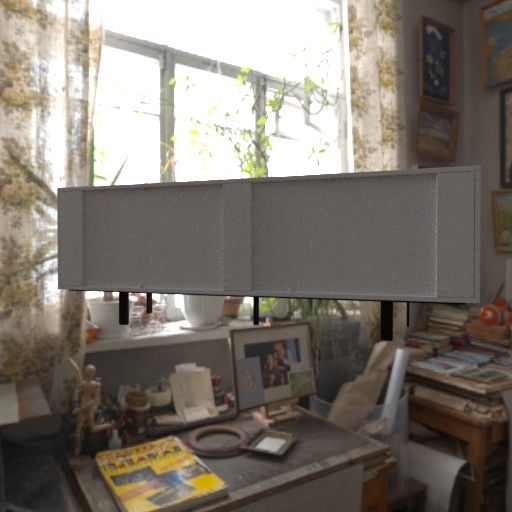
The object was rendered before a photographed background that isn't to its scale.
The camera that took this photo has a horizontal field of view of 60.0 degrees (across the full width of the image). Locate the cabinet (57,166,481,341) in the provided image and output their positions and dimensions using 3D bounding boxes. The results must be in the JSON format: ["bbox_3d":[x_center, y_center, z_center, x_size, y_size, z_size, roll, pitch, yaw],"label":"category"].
[{"bbox_3d":[0.000,0.000,1.714,1.499,0.533,0.431,0,1,18],"label":"cabinet"}]
